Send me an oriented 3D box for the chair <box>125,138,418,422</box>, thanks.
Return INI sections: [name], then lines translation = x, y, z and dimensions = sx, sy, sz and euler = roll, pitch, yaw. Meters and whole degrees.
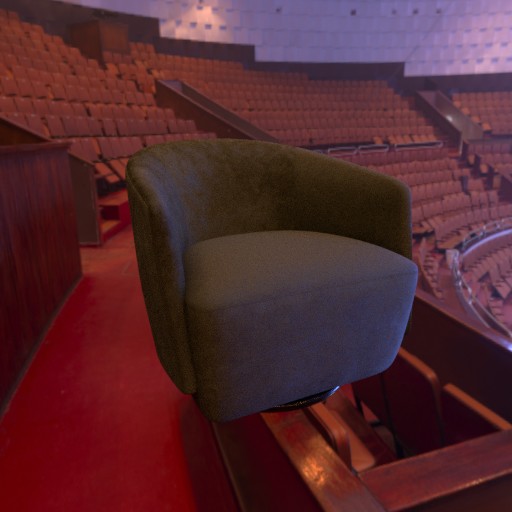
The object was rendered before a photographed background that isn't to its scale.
[chair]
translation = 0.000, 0.000, 1.381
dimensions = 0.773, 0.698, 0.767
euler = -8, 18, -26
